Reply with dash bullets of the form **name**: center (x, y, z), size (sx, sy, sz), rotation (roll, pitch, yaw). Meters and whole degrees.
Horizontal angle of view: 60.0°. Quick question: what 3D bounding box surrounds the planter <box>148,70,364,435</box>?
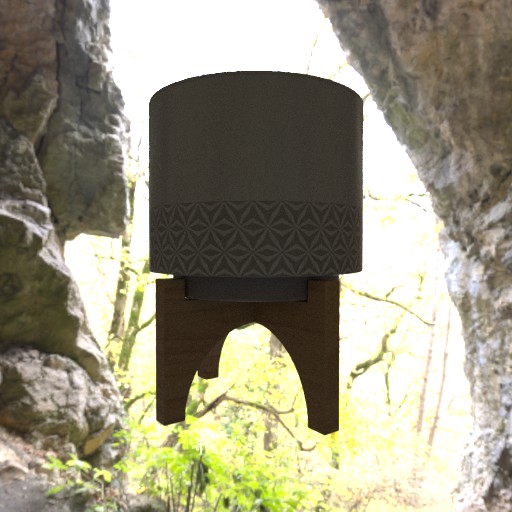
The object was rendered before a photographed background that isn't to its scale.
- **planter**: center (0.000, 0.000, 0.401), size (0.188, 0.260, 0.188), rotation (0, 1, 0)
